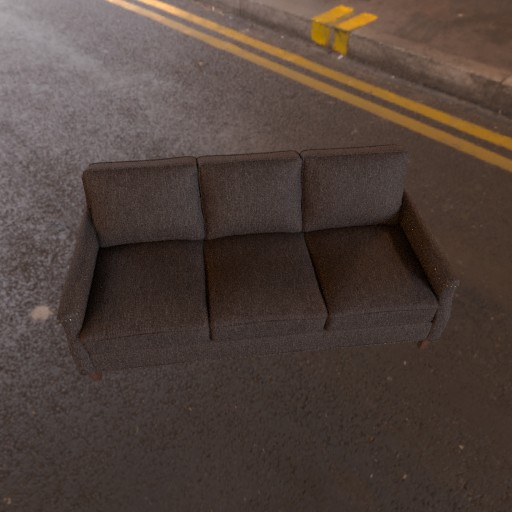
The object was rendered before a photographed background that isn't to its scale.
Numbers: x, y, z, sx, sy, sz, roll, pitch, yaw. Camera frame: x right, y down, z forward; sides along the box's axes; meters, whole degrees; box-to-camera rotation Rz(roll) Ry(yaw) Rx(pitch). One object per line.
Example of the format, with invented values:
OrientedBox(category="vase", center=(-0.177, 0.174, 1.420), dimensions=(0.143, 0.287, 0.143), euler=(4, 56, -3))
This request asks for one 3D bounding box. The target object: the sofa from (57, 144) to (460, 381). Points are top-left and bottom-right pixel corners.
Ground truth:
OrientedBox(category="sofa", center=(0.000, 0.000, 2.835), dimensions=(2.246, 1.003, 1.084), euler=(-5, 46, -4))
